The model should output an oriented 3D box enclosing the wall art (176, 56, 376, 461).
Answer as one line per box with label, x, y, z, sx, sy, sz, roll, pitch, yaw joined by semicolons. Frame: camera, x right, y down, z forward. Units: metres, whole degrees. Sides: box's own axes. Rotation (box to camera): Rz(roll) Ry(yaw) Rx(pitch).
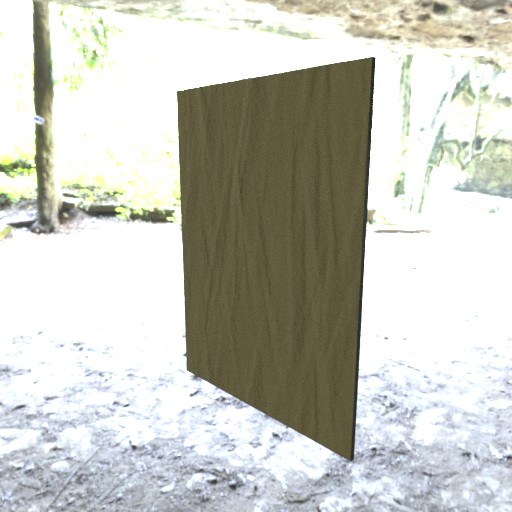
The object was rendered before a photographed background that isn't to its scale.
wall art;0.000;0.000;1.474;0.810;1.116;0.016;12;18;44
